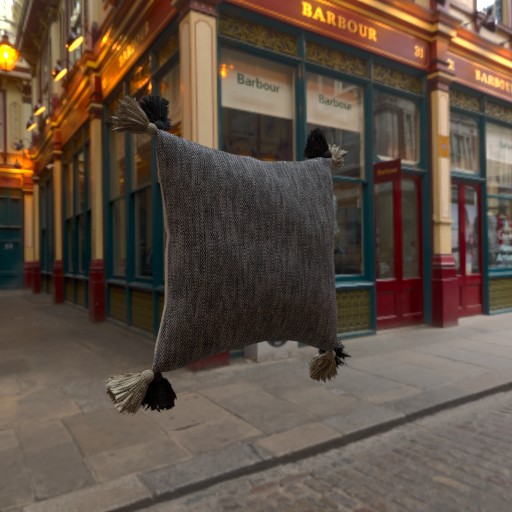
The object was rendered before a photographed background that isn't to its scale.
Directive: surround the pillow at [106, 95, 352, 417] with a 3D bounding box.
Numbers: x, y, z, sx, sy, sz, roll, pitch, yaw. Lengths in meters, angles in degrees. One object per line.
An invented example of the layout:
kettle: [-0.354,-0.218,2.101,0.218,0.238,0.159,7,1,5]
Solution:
pillow: [0.000,0.000,0.993,0.654,0.659,0.170,0,0,-34]
